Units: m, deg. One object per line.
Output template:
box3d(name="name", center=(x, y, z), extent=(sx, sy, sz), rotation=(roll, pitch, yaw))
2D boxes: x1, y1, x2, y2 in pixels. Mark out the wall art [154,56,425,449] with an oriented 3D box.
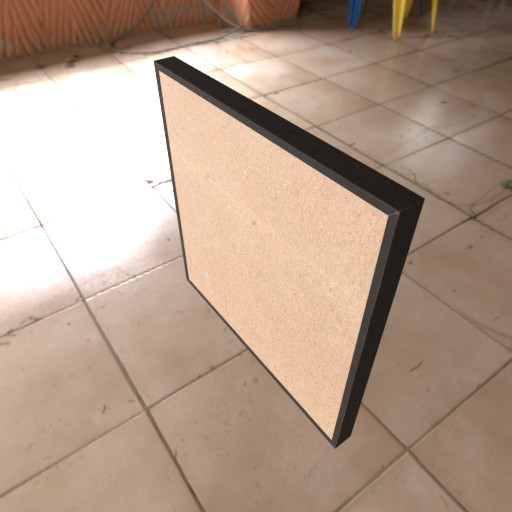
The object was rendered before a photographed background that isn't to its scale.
box3d(name="wall art", center=(0.000, 0.000, 0.750), extent=(0.038, 0.508, 0.508), rotation=(-27, 49, -26))
